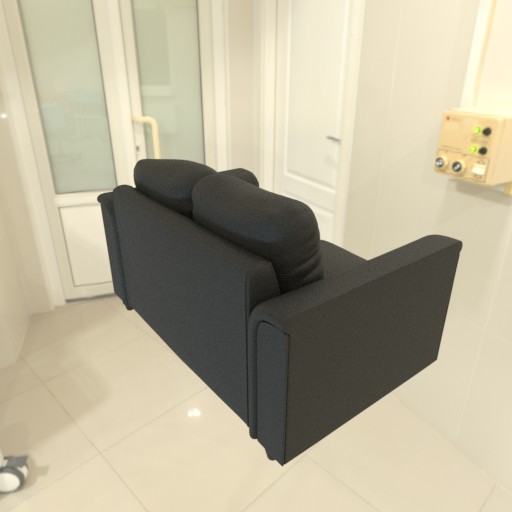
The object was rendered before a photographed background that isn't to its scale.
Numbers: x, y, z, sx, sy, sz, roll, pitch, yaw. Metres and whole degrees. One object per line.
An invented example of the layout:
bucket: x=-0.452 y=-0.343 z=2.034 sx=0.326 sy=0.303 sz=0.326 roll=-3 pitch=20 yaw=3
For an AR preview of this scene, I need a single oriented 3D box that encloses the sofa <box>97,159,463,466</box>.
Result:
sofa: x=0.000 y=0.000 z=1.971 sx=0.887 sy=0.845 sz=1.386 roll=-18 pitch=31 yaw=-34
